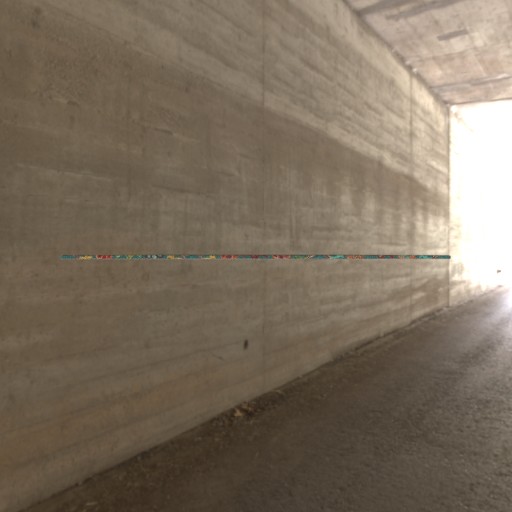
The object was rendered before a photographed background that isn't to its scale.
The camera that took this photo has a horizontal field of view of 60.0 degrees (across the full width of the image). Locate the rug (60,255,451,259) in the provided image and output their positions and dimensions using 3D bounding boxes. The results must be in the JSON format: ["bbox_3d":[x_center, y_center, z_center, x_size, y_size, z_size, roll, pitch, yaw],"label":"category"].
[{"bbox_3d":[0.000,0.000,2.867,1.527,0.016,2.290,0,0,0],"label":"rug"}]
